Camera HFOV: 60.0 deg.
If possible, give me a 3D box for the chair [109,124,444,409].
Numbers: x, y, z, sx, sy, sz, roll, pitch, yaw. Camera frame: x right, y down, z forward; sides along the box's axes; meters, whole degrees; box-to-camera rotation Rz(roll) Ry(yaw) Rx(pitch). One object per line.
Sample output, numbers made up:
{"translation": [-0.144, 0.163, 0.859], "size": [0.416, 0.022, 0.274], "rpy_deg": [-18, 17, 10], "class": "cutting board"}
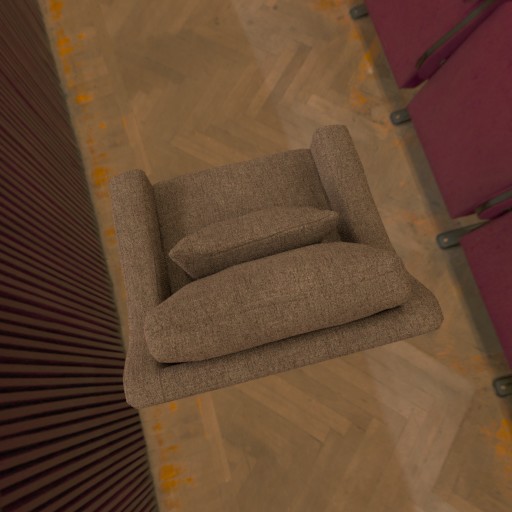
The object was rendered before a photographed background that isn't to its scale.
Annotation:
{"translation": [0.000, 0.000, 1.951], "size": [1.138, 1.037, 1.009], "rpy_deg": [-14, 75, -4], "class": "chair"}
